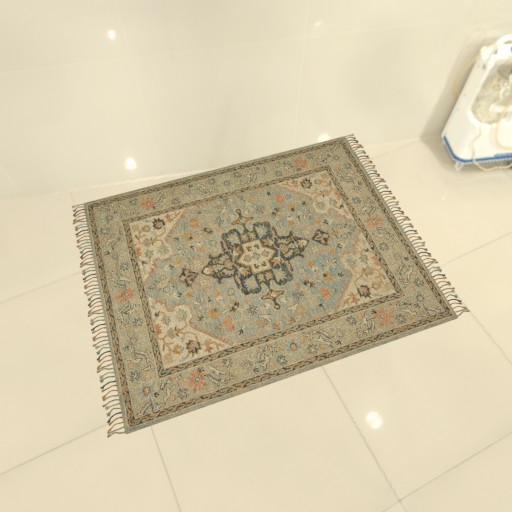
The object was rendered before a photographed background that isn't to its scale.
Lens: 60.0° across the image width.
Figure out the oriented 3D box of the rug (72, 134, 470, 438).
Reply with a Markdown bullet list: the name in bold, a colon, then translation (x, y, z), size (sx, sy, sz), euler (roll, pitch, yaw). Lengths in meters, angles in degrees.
- **rug**: translation (0.000, 0.000, 2.280), size (1.730, 0.009, 1.278), euler (-17, 60, -10)
